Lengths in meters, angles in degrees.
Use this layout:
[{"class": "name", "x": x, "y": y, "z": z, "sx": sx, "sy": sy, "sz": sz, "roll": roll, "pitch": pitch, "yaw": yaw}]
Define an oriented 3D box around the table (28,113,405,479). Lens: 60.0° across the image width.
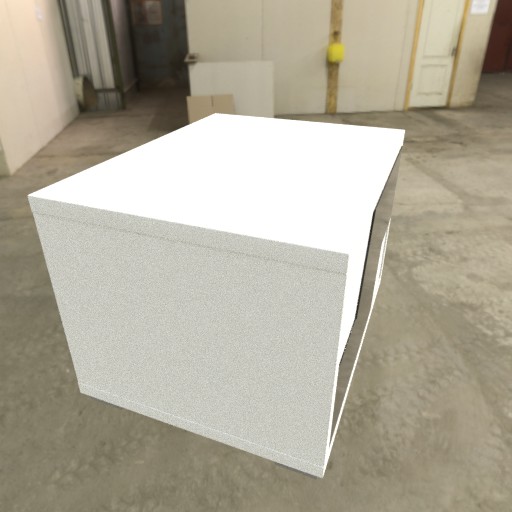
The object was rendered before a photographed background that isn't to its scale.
[{"class": "table", "x": 0.000, "y": 0.000, "z": 0.776, "sx": 0.399, "sy": 0.357, "sz": 0.517, "roll": 11, "pitch": 31, "yaw": 19}]
